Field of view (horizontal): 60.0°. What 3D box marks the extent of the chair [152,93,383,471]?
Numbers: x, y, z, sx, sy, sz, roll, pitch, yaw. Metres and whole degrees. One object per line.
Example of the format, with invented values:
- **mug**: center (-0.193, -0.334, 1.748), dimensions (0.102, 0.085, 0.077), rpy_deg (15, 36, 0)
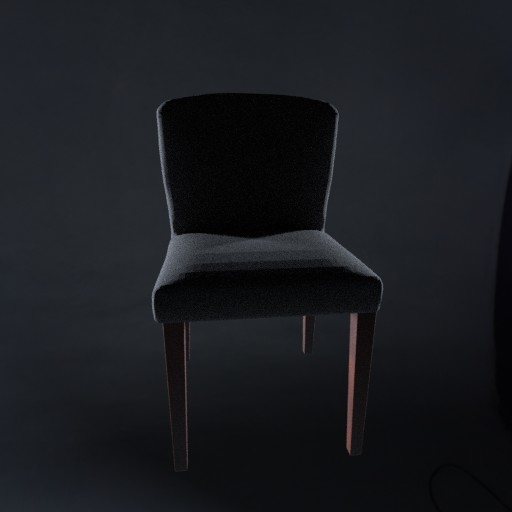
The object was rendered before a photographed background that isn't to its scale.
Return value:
- **chair**: center (0.000, 0.000, 1.158), dimensions (0.491, 0.839, 0.589), rpy_deg (-2, 16, -7)
